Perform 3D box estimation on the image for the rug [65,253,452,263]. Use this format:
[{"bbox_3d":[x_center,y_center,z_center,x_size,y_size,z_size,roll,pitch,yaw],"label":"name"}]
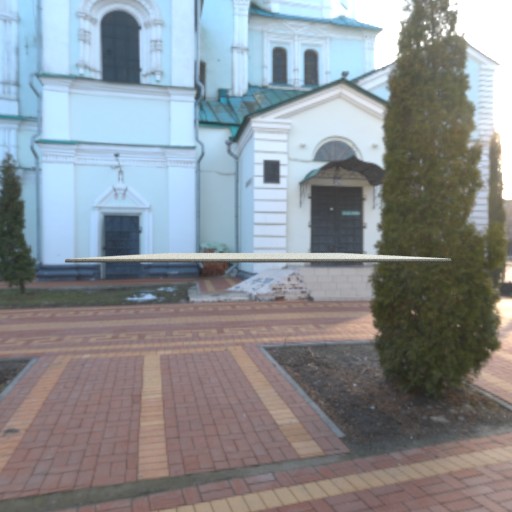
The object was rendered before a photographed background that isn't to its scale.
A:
[{"bbox_3d":[0.000,0.000,2.810,1.526,0.015,2.132,0,1,-1],"label":"rug"}]
